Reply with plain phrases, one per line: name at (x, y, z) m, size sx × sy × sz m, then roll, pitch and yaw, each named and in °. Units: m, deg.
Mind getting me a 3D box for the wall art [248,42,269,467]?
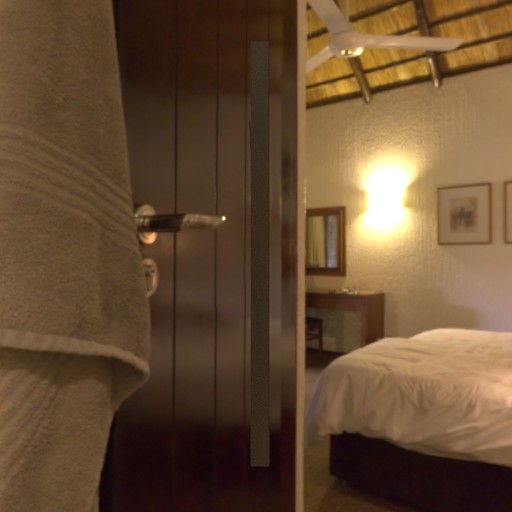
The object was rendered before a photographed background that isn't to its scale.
wall art at (0.000, 0.000, 1.243) m, size 0.043 × 0.807 × 0.805 m, roll 0°, pitch -1°, yaw -1°
